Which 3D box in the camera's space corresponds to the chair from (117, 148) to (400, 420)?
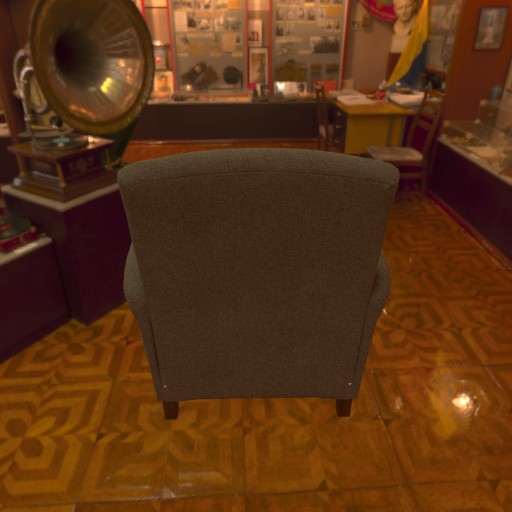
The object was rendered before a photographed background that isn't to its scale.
[{"bbox_3d":[0.000,0.000,1.742,0.978,1.061,0.905,-1,29,-1],"label":"chair"}]
